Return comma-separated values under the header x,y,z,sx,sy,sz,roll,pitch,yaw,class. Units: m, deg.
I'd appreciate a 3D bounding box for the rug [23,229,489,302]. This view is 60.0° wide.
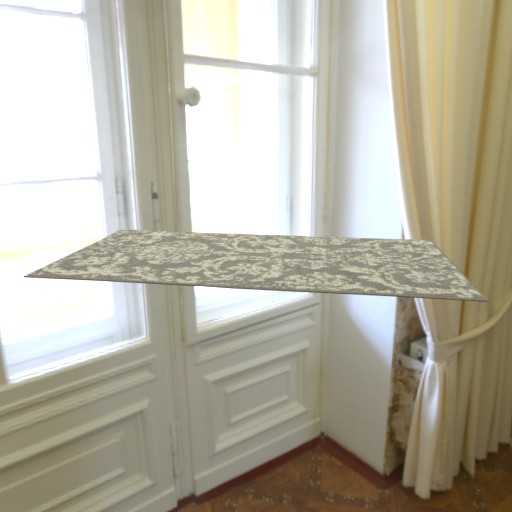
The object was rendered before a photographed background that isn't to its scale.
x,y,z,sx,sy,sz,roll,pitch,yaw,class
0.000,0.000,1.432,1.219,0.007,0.604,2,16,8,rug
